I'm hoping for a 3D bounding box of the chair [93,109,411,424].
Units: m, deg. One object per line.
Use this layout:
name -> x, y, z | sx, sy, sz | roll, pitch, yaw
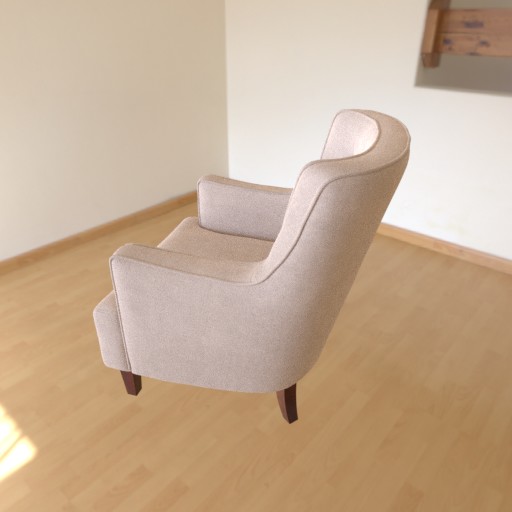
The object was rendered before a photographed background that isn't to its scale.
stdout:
chair -> 0.000, 0.000, 1.573 | 0.910, 0.920, 0.781 | 8, 30, 14
